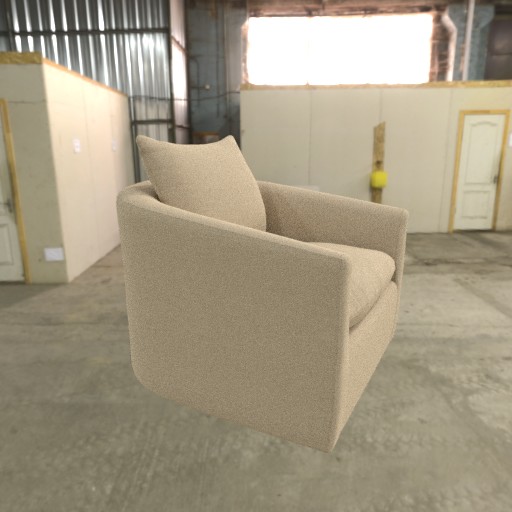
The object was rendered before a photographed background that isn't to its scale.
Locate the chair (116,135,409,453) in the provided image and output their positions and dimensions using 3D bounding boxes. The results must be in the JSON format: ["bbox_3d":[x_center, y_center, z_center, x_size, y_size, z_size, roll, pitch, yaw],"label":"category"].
[{"bbox_3d":[0.000,0.000,1.603,0.910,0.848,0.845,8,17,27],"label":"chair"}]
